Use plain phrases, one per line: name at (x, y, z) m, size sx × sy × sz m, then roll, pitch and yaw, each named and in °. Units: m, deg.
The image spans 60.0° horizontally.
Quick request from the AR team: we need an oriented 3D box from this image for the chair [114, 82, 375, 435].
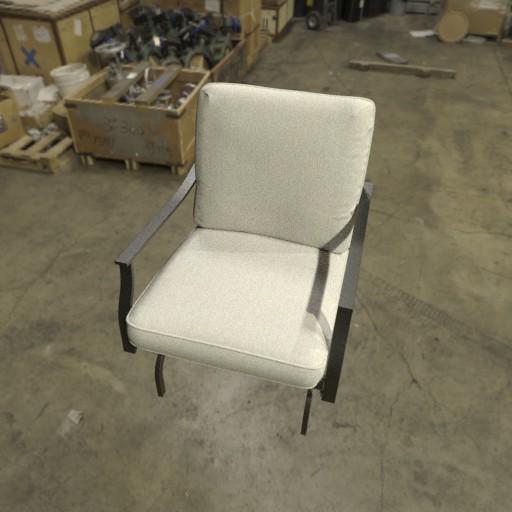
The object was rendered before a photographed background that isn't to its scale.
chair at (0.000, 0.000, 1.433) m, size 0.650 × 0.860 × 0.787 m, roll 11°, pitch 42°, yaw 12°
